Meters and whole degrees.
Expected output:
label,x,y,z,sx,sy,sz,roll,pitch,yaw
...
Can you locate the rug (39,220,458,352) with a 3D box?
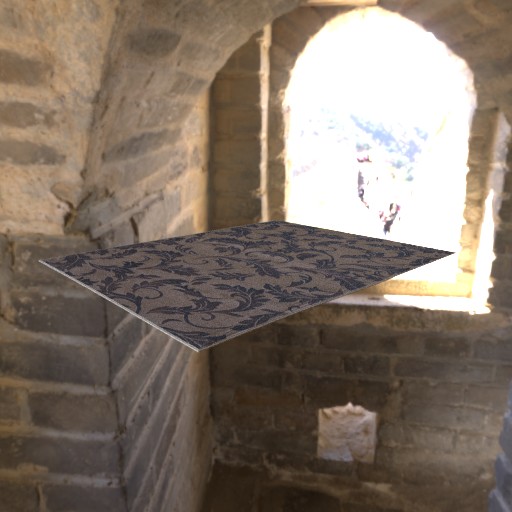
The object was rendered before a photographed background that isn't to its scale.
label,x,y,z,sx,sy,sz,roll,pitch,yaw
rug,0.000,0.000,4.002,2.977,0.008,2.380,-13,20,-41
